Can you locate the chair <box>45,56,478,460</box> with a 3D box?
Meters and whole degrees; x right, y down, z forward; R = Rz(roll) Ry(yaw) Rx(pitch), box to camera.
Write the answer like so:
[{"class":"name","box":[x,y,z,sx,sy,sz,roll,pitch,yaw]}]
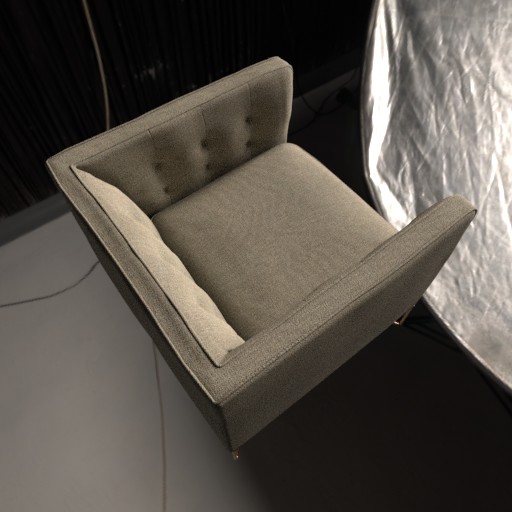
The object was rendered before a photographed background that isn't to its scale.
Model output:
[{"class":"chair","box":[0.000,0.000,1.583,0.912,0.799,0.920,-33,63,-19]}]
